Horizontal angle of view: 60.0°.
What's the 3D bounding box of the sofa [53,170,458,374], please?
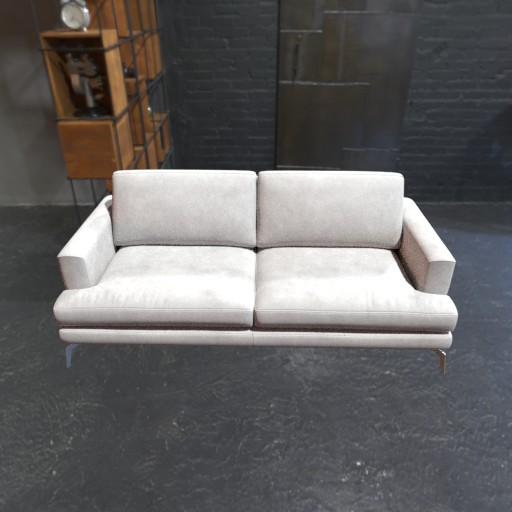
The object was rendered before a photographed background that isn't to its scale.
[{"bbox_3d":[0.000,0.000,2.537,2.013,0.830,0.980,1,30,1],"label":"sofa"}]
